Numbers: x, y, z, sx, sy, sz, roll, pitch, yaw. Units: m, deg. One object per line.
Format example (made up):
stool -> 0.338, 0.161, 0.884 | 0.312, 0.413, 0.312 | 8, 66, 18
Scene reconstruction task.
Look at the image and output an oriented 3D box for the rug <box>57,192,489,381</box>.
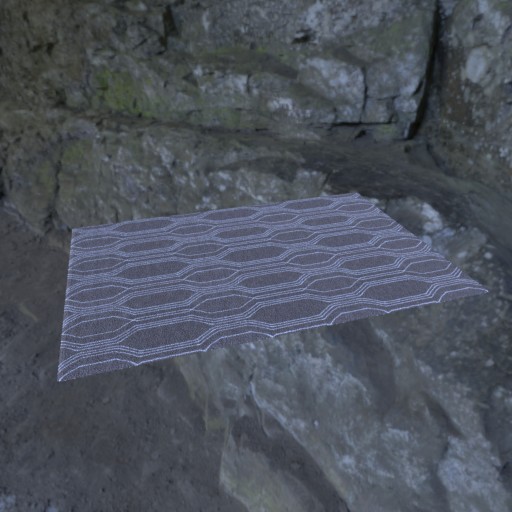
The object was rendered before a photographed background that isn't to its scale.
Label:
rug -> 0.000, 0.000, 2.288 | 1.836, 0.012, 1.239 | -9, 31, -15
